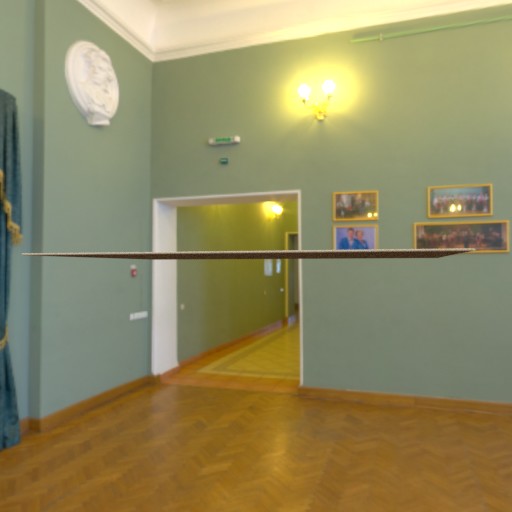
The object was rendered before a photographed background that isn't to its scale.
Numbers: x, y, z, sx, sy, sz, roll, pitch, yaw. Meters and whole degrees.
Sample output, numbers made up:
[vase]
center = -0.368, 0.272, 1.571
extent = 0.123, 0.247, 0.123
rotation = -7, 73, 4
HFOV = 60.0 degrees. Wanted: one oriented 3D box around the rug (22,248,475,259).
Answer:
[rug]
center = 0.000, 0.000, 2.986
extent = 2.435, 0.011, 1.517
rotation = 0, -2, 17
